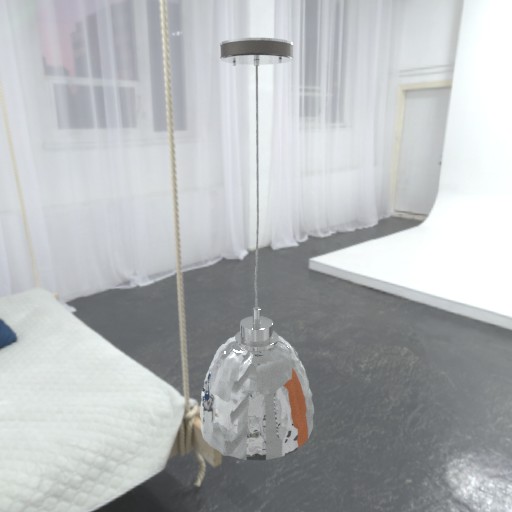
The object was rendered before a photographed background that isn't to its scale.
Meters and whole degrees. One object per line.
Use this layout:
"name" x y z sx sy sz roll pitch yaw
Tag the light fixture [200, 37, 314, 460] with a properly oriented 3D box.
"light fixture" 0.000 0.000 1.732 0.496 1.511 0.500 8 18 26
